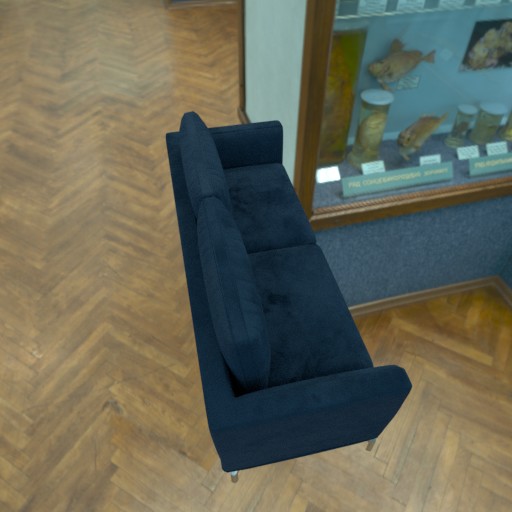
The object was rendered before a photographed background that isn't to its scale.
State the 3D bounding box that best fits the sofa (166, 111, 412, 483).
[{"bbox_3d":[0.000,0.000,2.668,0.853,0.998,2.212,-9,47,-9],"label":"sofa"}]
